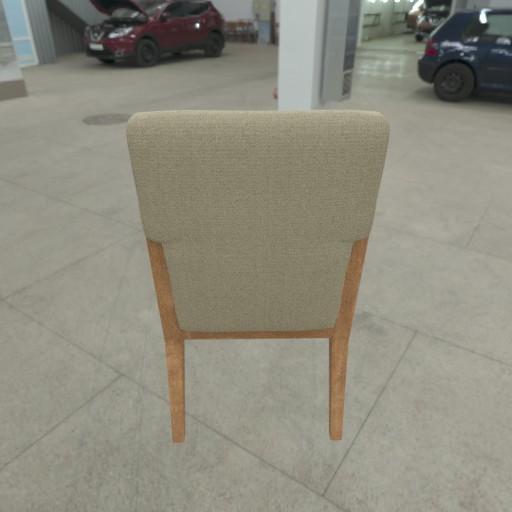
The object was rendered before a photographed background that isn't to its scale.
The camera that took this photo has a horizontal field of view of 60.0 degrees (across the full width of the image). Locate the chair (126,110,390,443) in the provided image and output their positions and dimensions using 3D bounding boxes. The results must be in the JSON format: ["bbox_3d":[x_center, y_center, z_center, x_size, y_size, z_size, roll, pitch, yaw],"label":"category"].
[{"bbox_3d":[0.000,0.000,1.256,0.507,0.911,0.586,0,30,-1],"label":"chair"}]
